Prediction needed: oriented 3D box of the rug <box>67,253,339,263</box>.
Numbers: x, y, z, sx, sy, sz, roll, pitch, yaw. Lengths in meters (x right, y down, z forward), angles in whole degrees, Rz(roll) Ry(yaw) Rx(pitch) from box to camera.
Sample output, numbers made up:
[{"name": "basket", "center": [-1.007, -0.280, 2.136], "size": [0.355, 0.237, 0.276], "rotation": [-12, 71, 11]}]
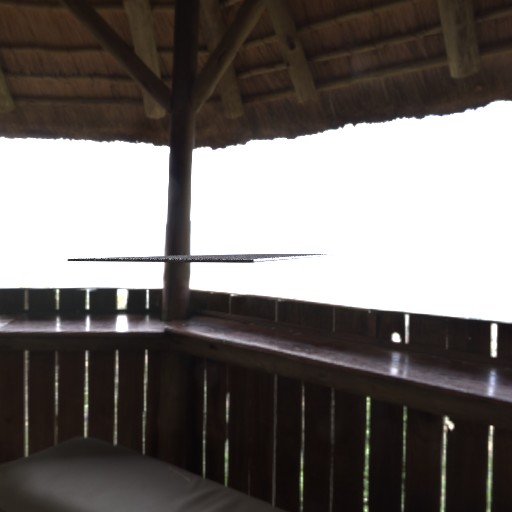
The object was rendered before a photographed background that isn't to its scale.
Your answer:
[{"name": "rug", "center": [0.000, 0.000, 2.031], "size": [0.553, 0.012, 1.827], "rotation": [0, 1, 17]}]
